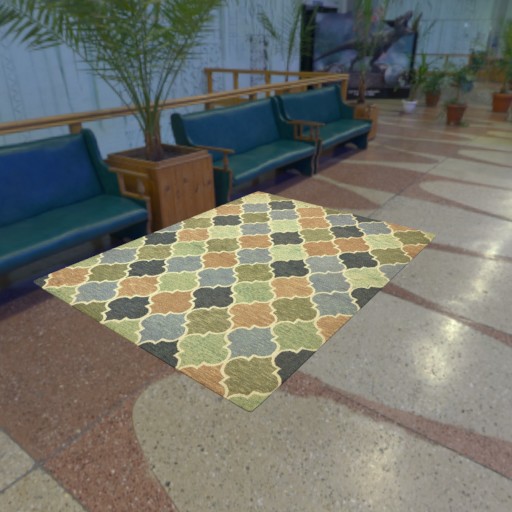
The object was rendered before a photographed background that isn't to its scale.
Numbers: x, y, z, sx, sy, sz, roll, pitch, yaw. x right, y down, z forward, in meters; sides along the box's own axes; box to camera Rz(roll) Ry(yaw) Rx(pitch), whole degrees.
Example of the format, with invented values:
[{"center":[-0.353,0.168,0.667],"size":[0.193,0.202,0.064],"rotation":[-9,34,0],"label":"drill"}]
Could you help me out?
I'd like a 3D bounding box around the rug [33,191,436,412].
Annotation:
[{"center":[0.000,0.000,4.304],"size":[2.439,0.013,3.200],"rotation":[19,32,34],"label":"rug"}]
